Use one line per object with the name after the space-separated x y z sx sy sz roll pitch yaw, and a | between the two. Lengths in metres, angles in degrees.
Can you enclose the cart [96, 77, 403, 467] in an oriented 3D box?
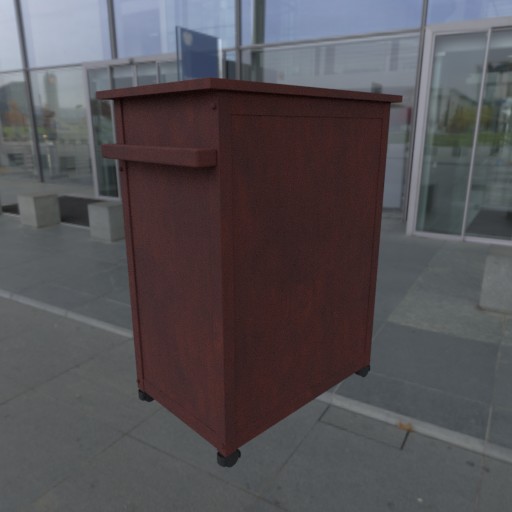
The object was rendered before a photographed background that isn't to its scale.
0.000 0.000 1.251 0.683 0.864 0.442 -15 22 -42 | cart
